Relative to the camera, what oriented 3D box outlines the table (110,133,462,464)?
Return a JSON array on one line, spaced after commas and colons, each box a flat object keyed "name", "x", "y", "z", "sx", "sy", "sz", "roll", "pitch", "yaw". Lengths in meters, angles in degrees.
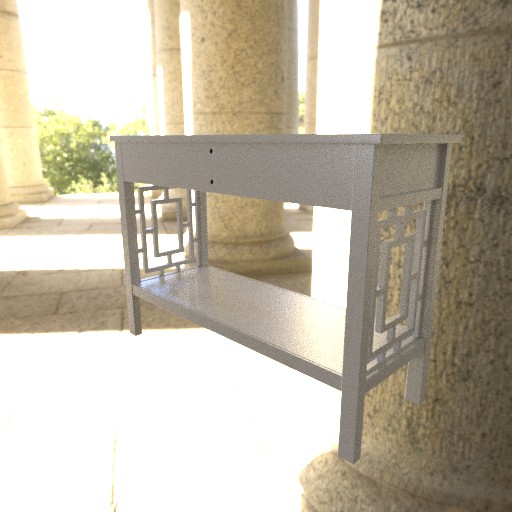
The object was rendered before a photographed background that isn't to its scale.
[{"name": "table", "x": 0.000, "y": 0.000, "z": 1.431, "sx": 0.397, "sy": 0.753, "sz": 1.068, "roll": -14, "pitch": 21, "yaw": -43}]
